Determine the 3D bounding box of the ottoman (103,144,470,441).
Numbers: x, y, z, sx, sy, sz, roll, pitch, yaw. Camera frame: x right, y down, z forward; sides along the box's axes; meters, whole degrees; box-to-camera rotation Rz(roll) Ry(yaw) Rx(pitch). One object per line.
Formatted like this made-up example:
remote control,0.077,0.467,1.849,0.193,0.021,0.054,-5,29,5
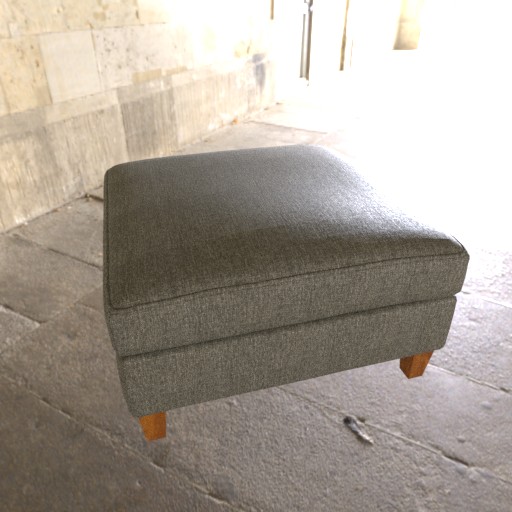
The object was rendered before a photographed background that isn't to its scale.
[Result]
ottoman,0.000,0.000,1.350,0.838,0.481,0.838,-9,32,-14
